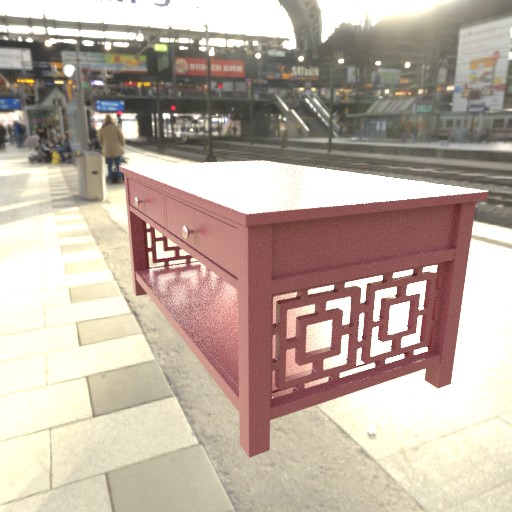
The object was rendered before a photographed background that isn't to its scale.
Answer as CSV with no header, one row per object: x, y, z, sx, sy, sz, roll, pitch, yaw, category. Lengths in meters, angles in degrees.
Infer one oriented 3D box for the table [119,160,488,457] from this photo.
0.000,0.000,1.373,0.612,0.493,1.068,-8,18,-26,table
